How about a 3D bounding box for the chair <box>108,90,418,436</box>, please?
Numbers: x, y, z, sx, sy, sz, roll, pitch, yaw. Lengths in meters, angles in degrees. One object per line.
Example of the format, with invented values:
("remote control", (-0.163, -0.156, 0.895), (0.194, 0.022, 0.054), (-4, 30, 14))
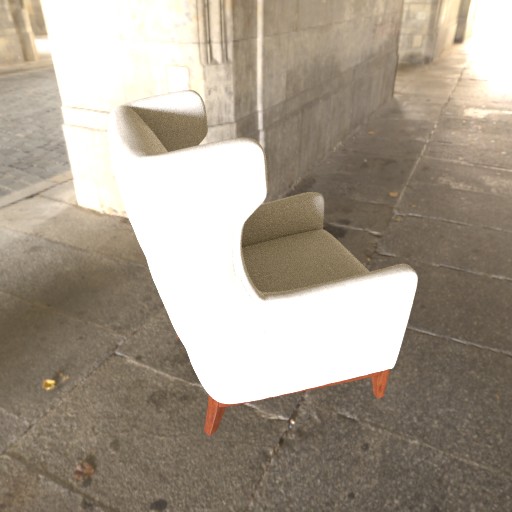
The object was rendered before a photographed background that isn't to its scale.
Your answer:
("chair", (0.000, 0.000, 1.645), (0.899, 1.079, 0.778), (-10, 32, -17))
